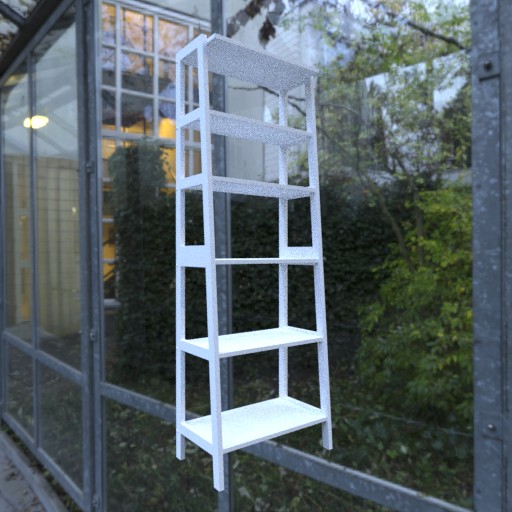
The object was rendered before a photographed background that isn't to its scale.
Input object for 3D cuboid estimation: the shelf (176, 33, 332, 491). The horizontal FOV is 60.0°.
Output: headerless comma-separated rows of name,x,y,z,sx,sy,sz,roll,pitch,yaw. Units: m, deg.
shelf,0.000,0.000,2.125,0.660,1.892,0.381,0,0,-37
